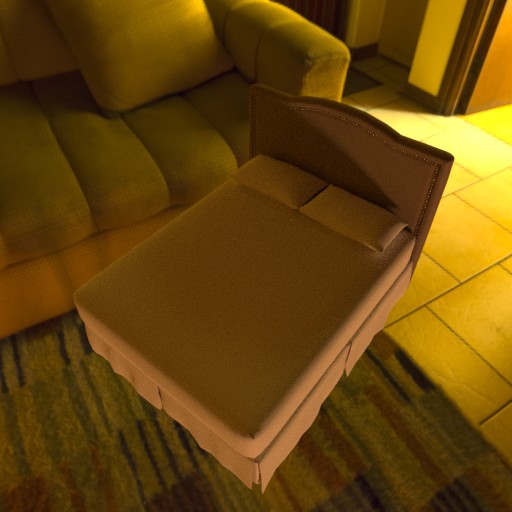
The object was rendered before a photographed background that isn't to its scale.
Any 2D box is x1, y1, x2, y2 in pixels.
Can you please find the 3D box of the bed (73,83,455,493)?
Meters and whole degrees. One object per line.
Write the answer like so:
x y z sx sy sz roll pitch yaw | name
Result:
0.000 0.000 3.123 1.744 1.441 2.128 30 53 26 | bed
